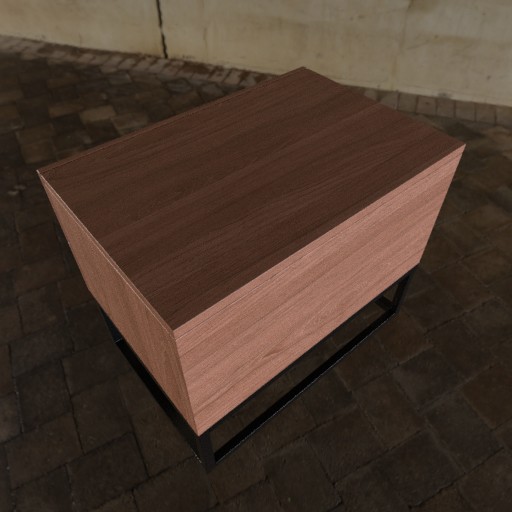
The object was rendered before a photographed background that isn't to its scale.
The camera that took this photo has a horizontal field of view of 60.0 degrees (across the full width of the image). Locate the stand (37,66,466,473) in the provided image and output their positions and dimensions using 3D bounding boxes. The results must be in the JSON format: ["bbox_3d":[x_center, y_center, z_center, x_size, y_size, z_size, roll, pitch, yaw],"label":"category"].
[{"bbox_3d":[0.000,0.000,0.928,0.600,0.500,0.420,-31,54,-26],"label":"stand"}]
